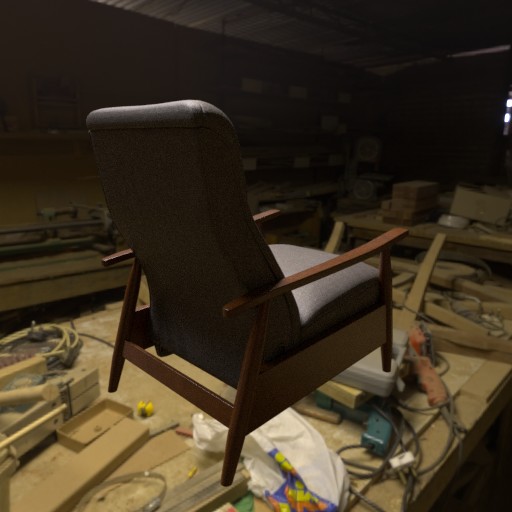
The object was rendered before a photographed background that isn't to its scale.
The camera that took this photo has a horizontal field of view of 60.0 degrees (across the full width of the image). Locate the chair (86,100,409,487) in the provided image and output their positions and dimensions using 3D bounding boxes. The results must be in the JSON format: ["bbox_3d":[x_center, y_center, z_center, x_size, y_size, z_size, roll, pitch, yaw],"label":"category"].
[{"bbox_3d":[0.000,0.000,1.738,1.014,1.081,0.762,-14,20,-43],"label":"chair"}]
